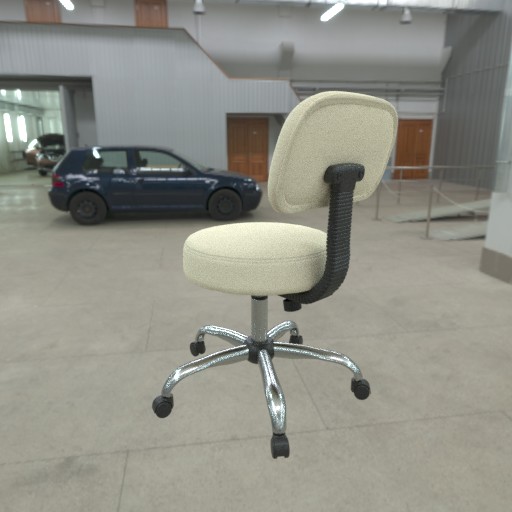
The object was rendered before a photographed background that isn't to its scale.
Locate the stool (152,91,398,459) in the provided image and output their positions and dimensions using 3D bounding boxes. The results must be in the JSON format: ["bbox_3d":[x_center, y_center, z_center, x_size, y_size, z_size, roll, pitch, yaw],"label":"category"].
[{"bbox_3d":[0.000,0.000,1.223,0.609,0.810,0.616,-14,21,-43],"label":"stool"}]
